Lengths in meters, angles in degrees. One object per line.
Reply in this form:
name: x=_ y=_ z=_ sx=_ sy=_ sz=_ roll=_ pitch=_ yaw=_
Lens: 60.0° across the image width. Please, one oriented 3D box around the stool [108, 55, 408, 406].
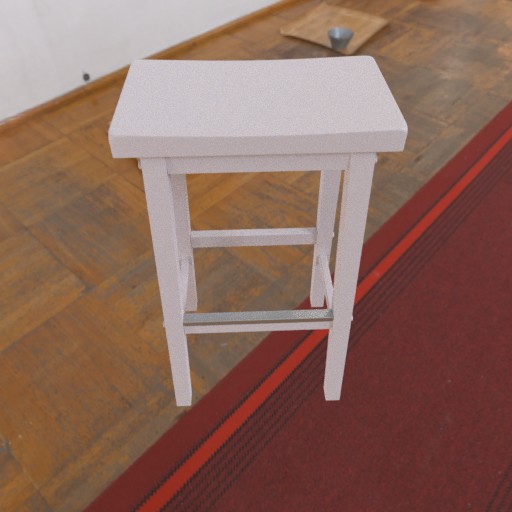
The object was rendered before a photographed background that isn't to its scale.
stool: x=0.000 y=0.000 z=0.942 sx=0.406 sy=0.742 sz=0.322 roll=-2 pitch=48 yaw=-2
